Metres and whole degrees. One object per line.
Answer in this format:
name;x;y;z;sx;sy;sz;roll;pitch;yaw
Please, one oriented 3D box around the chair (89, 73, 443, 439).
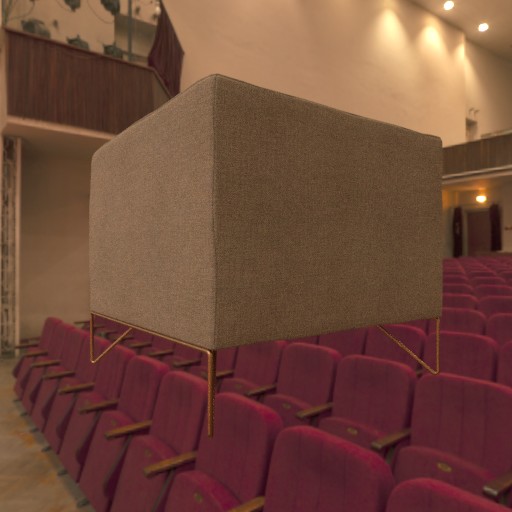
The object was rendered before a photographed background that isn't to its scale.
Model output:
chair;0.000;0.000;1.565;0.920;0.799;0.912;0;0;-37
